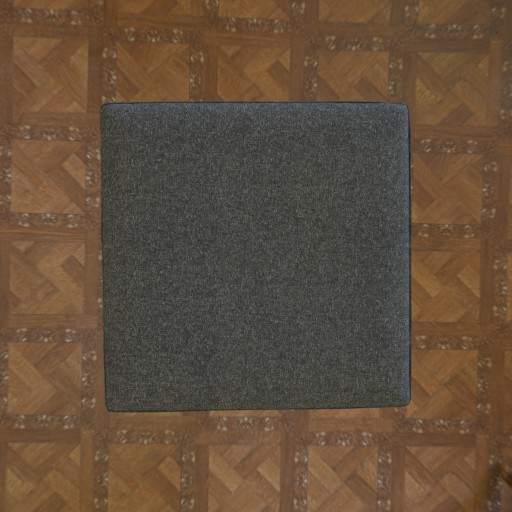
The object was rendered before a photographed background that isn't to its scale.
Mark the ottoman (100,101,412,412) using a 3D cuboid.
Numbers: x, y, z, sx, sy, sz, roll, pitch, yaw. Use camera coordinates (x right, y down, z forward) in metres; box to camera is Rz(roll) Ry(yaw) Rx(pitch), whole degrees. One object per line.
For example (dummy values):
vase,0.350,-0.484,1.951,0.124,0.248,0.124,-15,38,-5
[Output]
ottoman,0.000,0.000,1.603,1.021,0.423,1.017,0,91,-1
